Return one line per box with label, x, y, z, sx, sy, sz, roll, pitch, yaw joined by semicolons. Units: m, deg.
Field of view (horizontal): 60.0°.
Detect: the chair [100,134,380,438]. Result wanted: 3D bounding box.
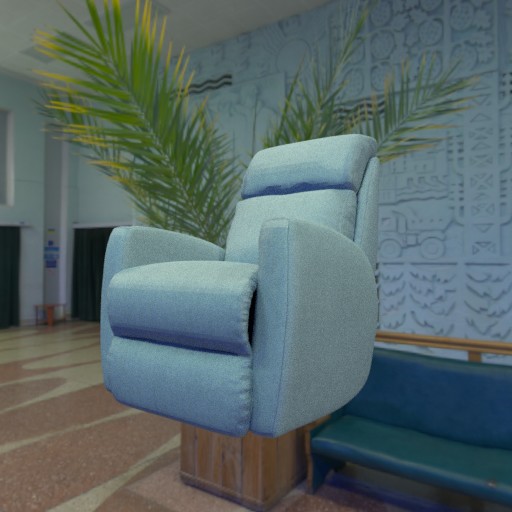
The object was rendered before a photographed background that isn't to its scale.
chair;0.000;0.000;1.665;0.812;1.013;0.940;0;-1;36
